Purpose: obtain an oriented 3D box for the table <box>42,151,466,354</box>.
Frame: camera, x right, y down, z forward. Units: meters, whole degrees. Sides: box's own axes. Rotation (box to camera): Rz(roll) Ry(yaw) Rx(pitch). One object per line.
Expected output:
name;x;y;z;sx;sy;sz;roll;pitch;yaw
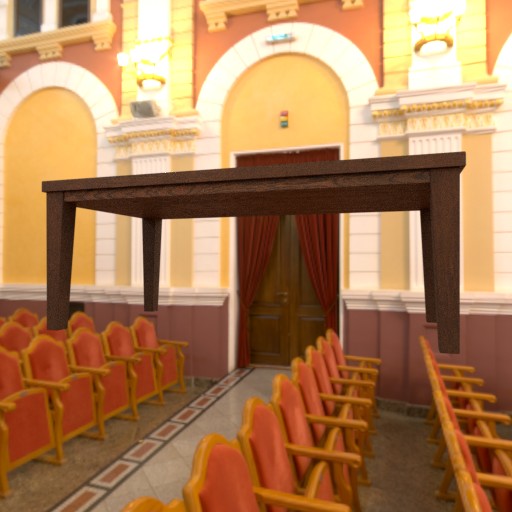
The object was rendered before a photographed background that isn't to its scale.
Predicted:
table;0.000;0.000;2.438;1.981;0.762;1.016;0;-1;18
